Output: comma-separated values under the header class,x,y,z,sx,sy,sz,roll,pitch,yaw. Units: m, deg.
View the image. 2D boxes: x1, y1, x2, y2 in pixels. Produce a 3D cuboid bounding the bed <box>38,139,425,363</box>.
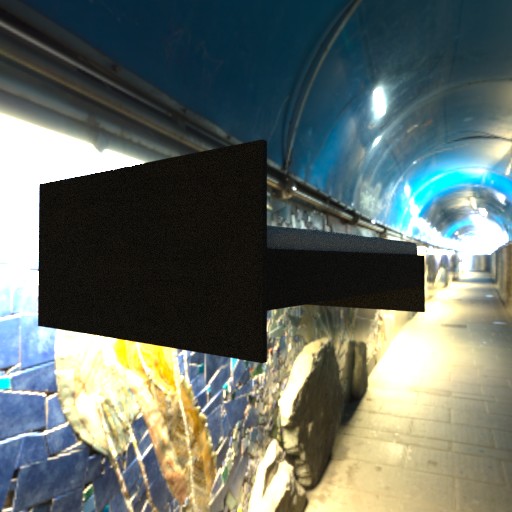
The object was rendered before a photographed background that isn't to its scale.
class,x,y,z,sx,sy,sz,roll,pitch,yaw
bed,0.000,0.000,2.917,1.585,0.823,2.073,-1,-1,36
